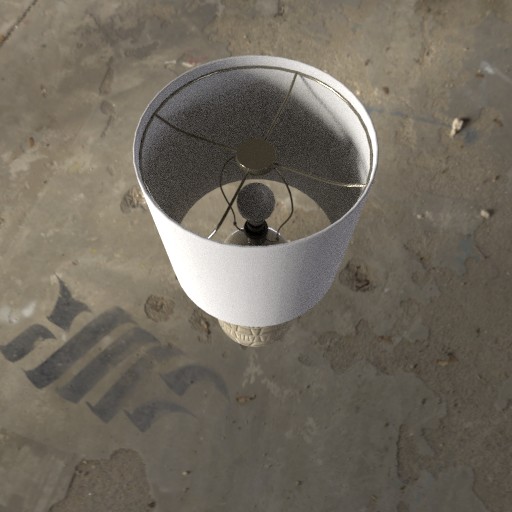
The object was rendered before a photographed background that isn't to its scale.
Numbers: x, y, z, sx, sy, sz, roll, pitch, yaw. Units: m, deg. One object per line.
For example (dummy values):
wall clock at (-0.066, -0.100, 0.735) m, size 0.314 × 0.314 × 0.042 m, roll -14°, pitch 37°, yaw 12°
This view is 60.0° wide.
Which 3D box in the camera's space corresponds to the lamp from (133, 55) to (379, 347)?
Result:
lamp at (0.000, 0.000, 0.586) m, size 0.211 × 0.455 × 0.211 m, roll 34°, pitch 69°, yaw 15°
